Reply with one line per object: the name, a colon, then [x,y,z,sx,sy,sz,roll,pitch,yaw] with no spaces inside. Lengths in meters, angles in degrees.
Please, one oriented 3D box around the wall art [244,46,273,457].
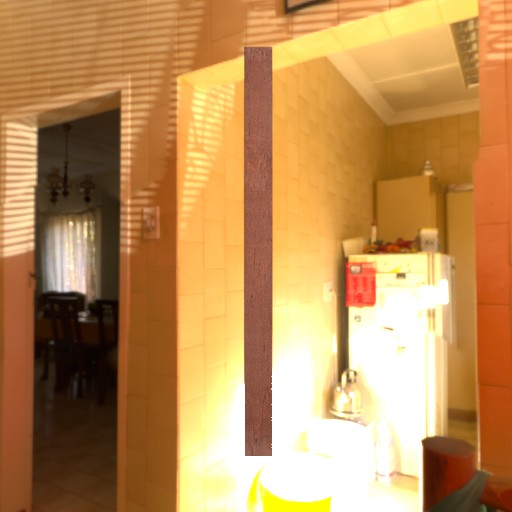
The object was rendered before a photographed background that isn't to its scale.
wall art: [0.000,0.000,1.749,0.070,1.009,1.320,0,-1,-1]
